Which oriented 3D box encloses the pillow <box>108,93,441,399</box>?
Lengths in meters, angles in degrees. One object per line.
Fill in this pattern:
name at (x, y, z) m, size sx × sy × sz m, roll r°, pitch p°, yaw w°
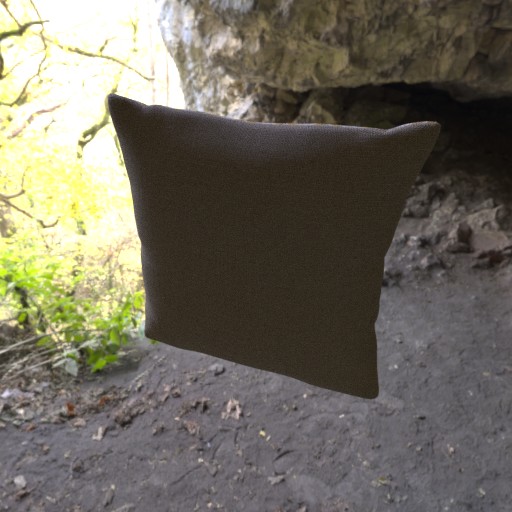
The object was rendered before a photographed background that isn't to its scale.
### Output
pillow at (0.000, 0.000, 0.655) m, size 0.429 × 0.436 × 0.159 m, roll 10°, pitch 33°, yaw 16°
